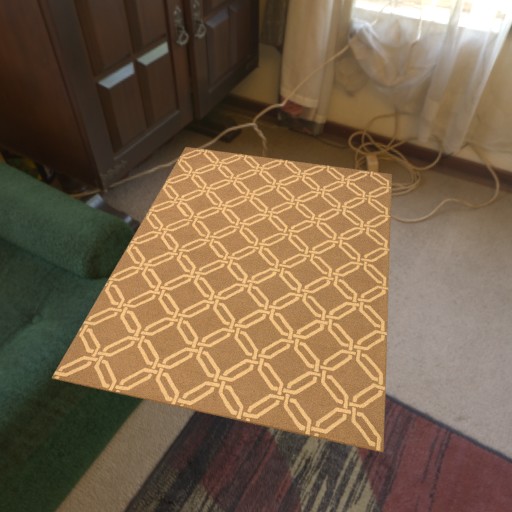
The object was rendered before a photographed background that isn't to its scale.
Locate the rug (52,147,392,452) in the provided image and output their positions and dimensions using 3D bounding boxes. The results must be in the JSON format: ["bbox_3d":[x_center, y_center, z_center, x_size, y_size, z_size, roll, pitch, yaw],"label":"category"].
[{"bbox_3d":[0.000,0.000,3.890,2.288,0.018,2.895,9,48,9],"label":"rug"}]
